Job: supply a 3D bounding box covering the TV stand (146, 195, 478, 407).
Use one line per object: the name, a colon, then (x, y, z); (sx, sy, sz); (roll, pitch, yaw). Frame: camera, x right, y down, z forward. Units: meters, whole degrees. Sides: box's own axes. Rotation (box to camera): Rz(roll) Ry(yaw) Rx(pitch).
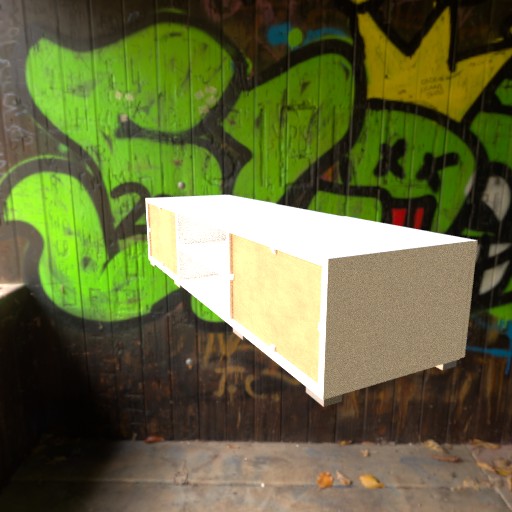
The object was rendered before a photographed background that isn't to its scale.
TV stand: (0.000, 0.000, 1.558); (0.420, 0.310, 1.400); (-6, 14, -27)
